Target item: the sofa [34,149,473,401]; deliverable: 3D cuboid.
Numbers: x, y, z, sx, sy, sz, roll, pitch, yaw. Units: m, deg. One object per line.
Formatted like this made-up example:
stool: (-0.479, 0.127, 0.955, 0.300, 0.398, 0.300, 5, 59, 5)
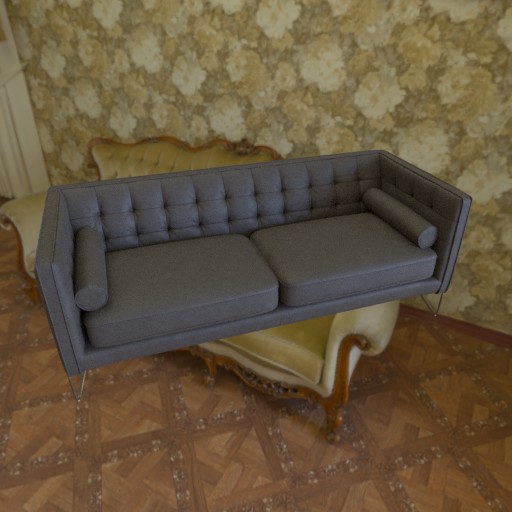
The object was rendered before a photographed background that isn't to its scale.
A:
sofa: (0.000, 0.000, 2.491, 2.087, 0.789, 0.867, -10, 32, -16)
